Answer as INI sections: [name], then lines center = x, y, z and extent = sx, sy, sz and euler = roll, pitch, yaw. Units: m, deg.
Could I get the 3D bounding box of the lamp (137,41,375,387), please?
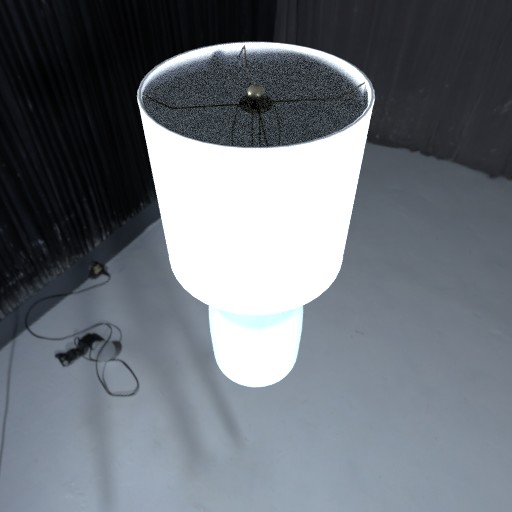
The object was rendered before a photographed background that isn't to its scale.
[lamp]
center = 0.000, 0.000, 1.103
extent = 0.418, 0.871, 0.418
euler = 24, 50, 21
